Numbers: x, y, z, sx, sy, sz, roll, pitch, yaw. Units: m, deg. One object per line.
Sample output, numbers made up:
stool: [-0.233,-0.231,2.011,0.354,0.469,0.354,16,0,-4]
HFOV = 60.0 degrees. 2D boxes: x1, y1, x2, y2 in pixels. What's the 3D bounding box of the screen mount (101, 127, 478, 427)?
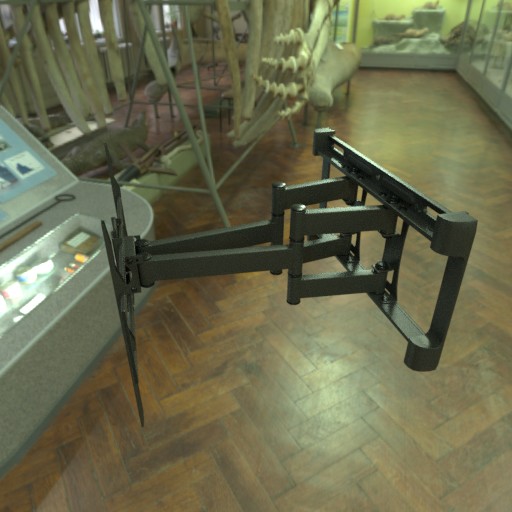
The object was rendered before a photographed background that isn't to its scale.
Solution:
screen mount: [0.000,0.000,0.938,0.556,0.424,0.571,-8,32,-14]
